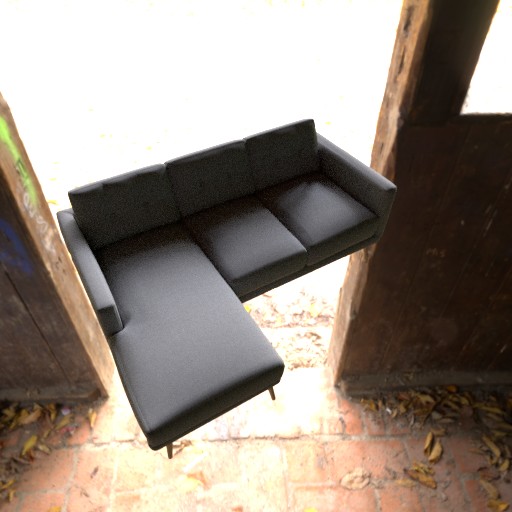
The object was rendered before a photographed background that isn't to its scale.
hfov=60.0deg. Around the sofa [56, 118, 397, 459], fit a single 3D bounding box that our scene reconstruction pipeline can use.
[{"bbox_3d":[0.000,0.000,2.796,2.040,0.860,1.530,-23,49,-21],"label":"sofa"}]
